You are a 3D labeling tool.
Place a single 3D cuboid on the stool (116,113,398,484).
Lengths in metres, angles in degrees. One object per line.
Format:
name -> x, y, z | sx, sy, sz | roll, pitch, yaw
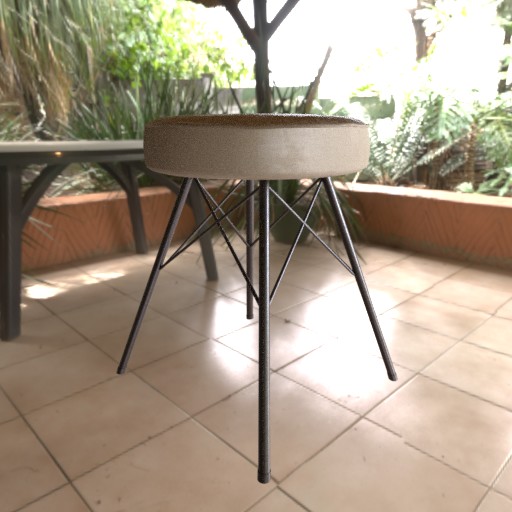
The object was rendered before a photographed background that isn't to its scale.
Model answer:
stool -> 0.000, 0.000, 0.888 | 0.457, 0.538, 0.423 | 16, 23, 43
